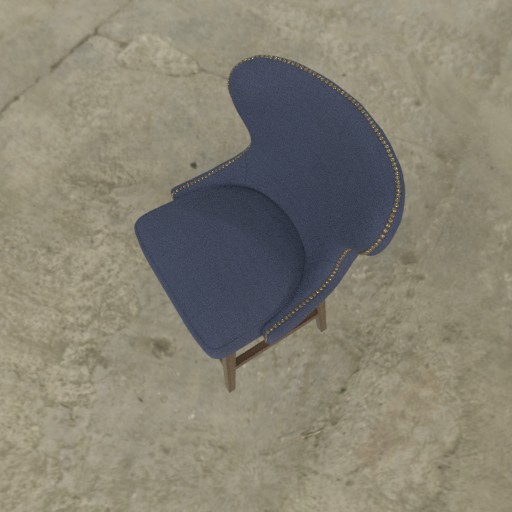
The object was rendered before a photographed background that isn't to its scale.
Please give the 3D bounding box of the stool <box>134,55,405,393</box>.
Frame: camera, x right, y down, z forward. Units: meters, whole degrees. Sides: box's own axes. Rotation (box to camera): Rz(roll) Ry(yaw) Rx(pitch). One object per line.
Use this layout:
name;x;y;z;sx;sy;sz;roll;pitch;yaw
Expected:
stool;0.000;0.000;1.389;0.597;0.972;0.615;-30;67;-14
